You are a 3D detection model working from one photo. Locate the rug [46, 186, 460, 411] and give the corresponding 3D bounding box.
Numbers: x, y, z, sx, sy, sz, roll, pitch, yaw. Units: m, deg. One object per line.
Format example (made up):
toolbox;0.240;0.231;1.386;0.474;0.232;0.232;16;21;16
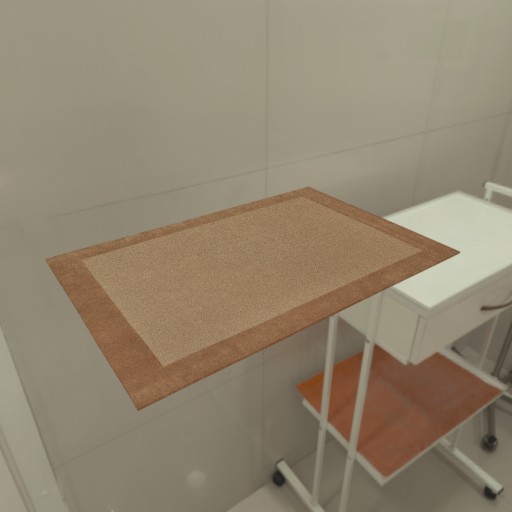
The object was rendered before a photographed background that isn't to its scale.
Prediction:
rug;0.000;0.000;2.343;1.829;0.014;1.219;-19;35;-31
